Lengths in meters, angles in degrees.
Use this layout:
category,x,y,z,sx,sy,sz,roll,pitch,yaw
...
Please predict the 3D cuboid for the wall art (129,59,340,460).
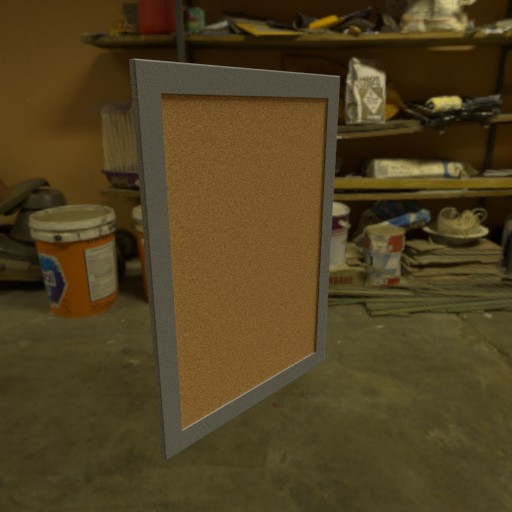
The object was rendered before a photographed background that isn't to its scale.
category,x,y,z,sx,sy,sz,roll,pitch,yaw
wall art,0.000,0.000,0.680,0.374,0.529,0.012,-17,25,-42
